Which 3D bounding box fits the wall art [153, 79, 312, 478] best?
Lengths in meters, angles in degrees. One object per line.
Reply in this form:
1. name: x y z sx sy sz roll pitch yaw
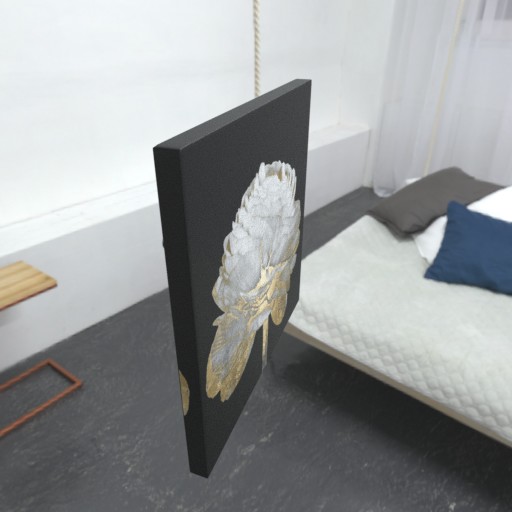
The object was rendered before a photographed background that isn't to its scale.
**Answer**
1. wall art: 0.000 0.000 0.915 0.043 0.611 0.610 11 31 18
